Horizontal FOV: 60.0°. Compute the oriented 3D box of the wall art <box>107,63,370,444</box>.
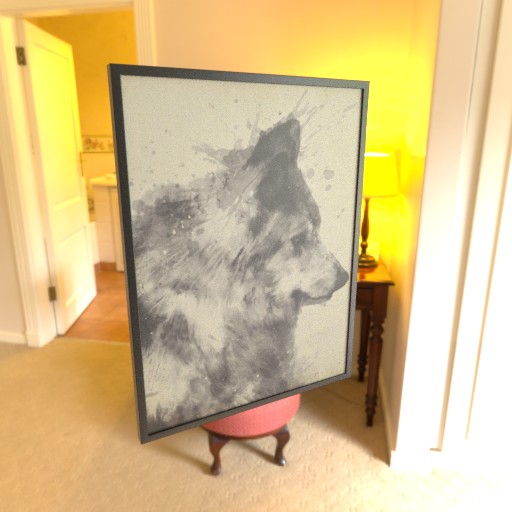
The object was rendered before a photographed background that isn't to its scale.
[{"bbox_3d":[0.000,0.000,1.388,0.804,1.061,0.039,-8,18,-27],"label":"wall art"}]
